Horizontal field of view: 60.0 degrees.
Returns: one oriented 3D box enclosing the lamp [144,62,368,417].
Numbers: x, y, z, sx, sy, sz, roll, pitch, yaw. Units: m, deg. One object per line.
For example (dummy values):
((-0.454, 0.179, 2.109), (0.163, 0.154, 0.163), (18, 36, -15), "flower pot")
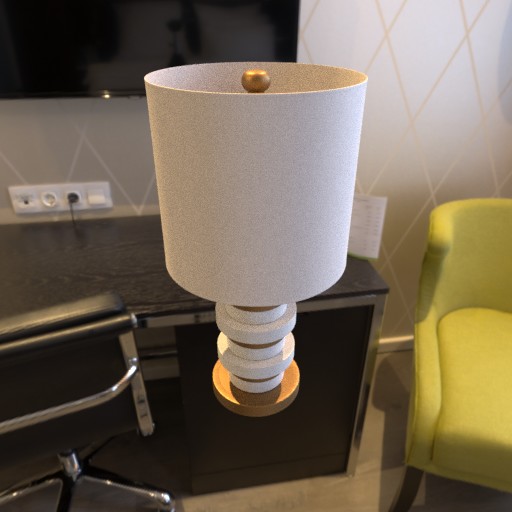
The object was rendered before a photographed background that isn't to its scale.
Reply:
((0.000, 0.000, 0.525), (0.210, 0.410, 0.210), (-22, 36, -34), "lamp")
